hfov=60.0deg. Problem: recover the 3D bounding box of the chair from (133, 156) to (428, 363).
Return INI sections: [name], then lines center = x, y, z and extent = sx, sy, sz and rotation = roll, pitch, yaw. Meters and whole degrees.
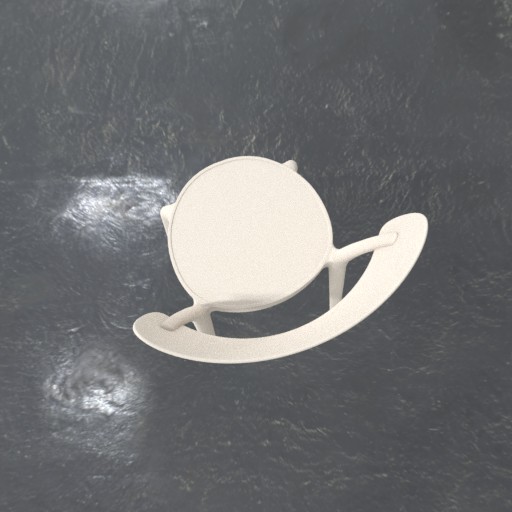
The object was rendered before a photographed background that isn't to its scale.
[chair]
center = 0.000, 0.000, 1.105
extent = 0.506, 0.790, 0.491
rotation = -21, 78, -5
